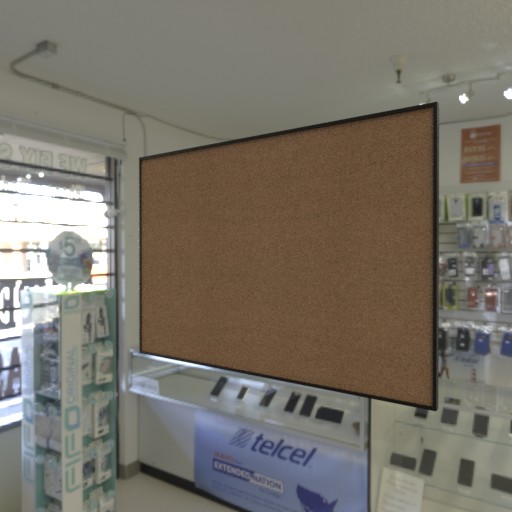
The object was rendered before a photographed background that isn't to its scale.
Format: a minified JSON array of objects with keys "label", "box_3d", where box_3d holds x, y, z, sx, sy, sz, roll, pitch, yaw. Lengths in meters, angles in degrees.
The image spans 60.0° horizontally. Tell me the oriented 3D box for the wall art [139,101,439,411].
[{"label":"wall art","box_3d":[0.000,0.000,1.229,0.957,0.660,0.019,0,0,35]}]
